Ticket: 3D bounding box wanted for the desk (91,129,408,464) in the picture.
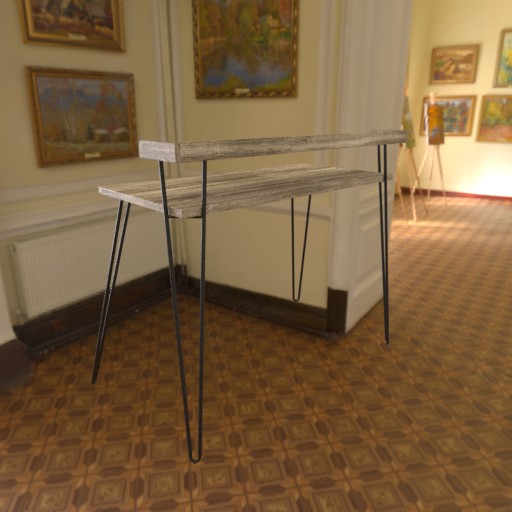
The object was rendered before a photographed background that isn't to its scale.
[{"bbox_3d":[0.000,0.000,1.667,1.135,0.899,0.605,-16,24,-40],"label":"desk"}]
